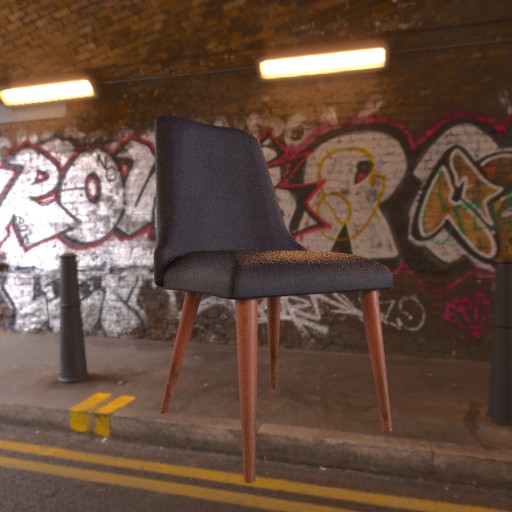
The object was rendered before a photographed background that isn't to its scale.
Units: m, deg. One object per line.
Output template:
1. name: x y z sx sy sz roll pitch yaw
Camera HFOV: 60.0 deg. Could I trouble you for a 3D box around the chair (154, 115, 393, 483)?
1. chair: 0.000 0.000 1.156 0.504 0.820 0.567 0 0 -36
